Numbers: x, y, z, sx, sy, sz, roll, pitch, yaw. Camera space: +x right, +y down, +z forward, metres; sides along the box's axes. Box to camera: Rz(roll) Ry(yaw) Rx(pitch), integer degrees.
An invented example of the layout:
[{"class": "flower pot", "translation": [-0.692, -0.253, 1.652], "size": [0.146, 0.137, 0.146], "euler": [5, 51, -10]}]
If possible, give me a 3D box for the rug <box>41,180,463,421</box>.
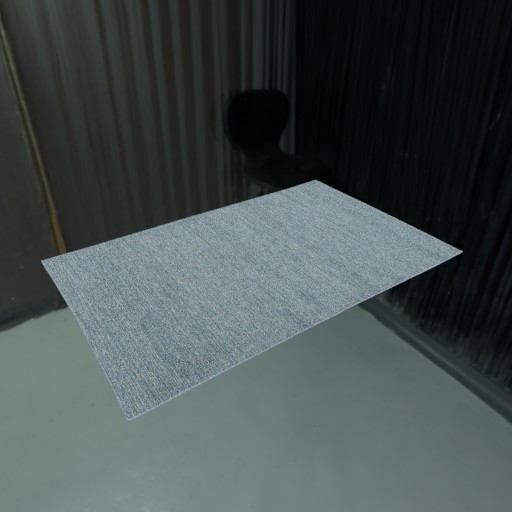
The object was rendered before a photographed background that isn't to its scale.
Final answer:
[{"class": "rug", "translation": [0.000, 0.000, 2.297], "size": [1.853, 0.022, 1.174], "euler": [-20, 38, -29]}]
